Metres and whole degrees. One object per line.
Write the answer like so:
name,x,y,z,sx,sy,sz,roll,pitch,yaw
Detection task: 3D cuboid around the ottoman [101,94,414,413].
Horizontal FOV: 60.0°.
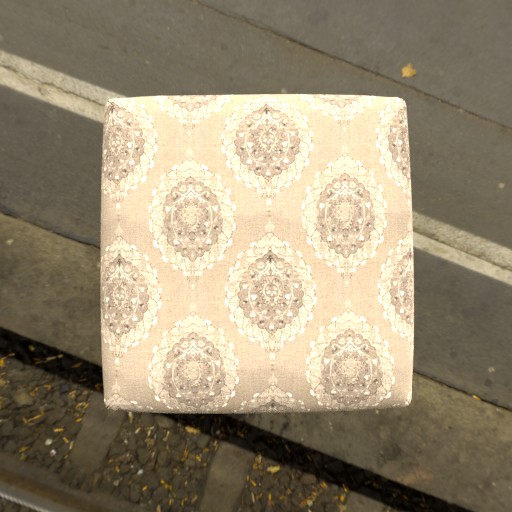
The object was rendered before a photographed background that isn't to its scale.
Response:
ottoman,0.000,0.000,0.888,0.497,0.473,0.507,0,88,-1
